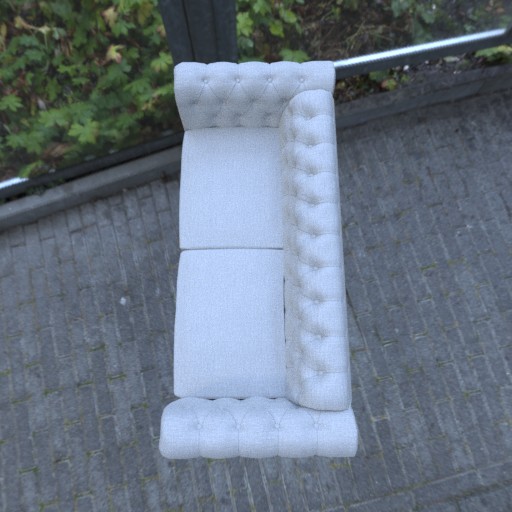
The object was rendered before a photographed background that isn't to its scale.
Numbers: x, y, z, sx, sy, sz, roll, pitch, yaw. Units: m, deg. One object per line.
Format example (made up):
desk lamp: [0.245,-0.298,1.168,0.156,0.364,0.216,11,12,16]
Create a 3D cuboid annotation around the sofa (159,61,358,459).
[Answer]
sofa: [0.000,0.000,2.262,0.783,0.797,1.798,-1,76,0]
